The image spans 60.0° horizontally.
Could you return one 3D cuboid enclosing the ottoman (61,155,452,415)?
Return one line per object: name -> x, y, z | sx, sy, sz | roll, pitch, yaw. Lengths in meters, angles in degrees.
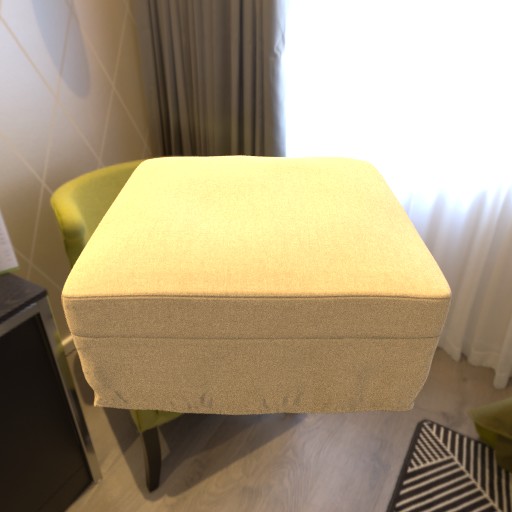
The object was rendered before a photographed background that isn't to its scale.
ottoman -> 0.000, 0.000, 1.341 | 0.843, 0.436, 0.840 | 0, 32, 0
